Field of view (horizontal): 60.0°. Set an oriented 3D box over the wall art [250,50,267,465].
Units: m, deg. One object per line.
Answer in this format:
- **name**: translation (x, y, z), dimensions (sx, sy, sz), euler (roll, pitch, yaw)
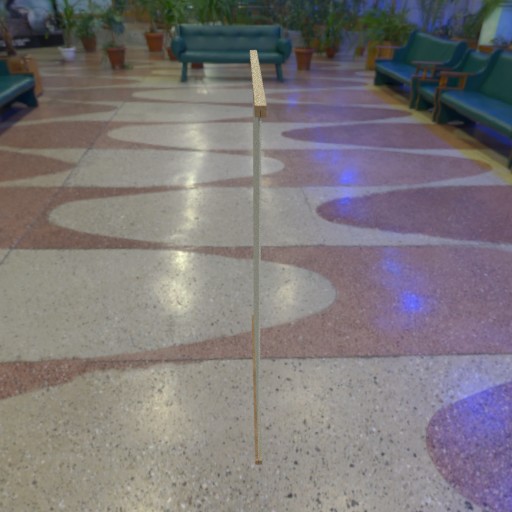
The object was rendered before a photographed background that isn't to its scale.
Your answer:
- **wall art**: translation (0.000, 0.000, 1.940), dimensions (0.030, 1.519, 0.990), euler (-1, 32, -1)
